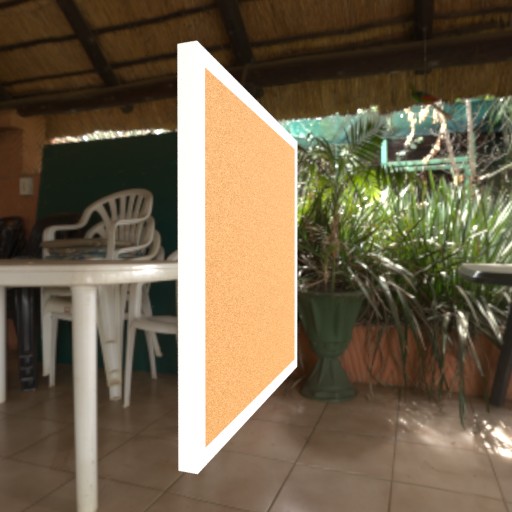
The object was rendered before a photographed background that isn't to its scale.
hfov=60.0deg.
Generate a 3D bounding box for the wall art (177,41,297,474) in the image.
[{"bbox_3d":[0.000,0.000,1.146,0.038,0.762,0.762,0,1,19],"label":"wall art"}]
